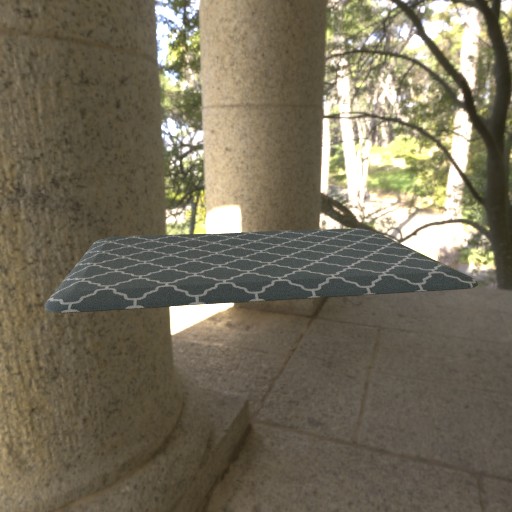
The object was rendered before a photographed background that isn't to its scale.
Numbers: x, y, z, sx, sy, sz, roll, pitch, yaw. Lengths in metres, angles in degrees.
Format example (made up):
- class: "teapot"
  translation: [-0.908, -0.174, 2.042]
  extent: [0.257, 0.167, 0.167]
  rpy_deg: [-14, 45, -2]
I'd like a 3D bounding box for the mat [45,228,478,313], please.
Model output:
- class: "mat"
  translation: [0.000, 0.000, 0.979]
  extent: [0.762, 0.021, 0.508]
  rpy_deg: [-2, 15, -9]
